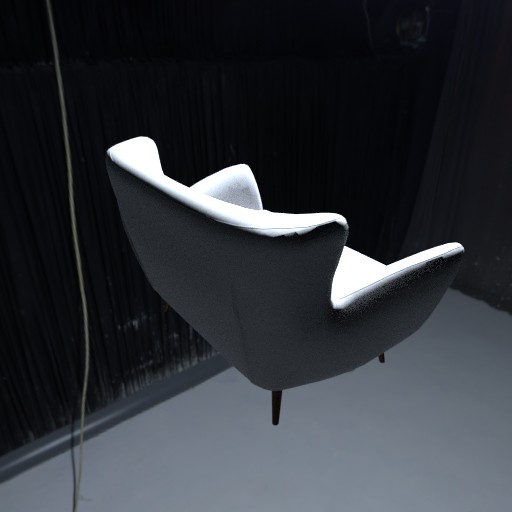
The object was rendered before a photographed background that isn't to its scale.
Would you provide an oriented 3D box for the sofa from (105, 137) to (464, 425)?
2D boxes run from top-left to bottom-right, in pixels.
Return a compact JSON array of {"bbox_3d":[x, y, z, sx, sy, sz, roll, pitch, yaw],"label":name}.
[{"bbox_3d":[0.000,0.000,1.955,0.921,0.878,1.424,-19,32,-32],"label":"sofa"}]
